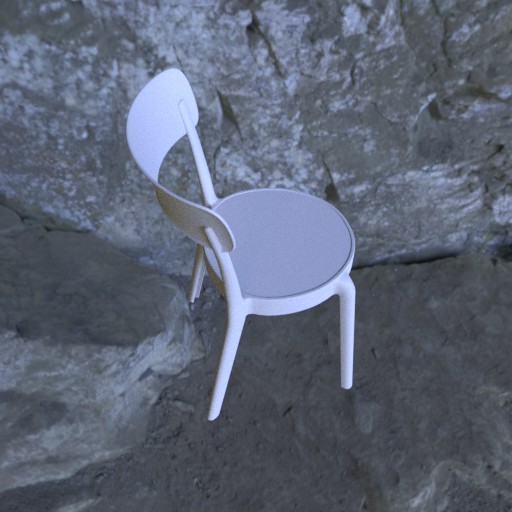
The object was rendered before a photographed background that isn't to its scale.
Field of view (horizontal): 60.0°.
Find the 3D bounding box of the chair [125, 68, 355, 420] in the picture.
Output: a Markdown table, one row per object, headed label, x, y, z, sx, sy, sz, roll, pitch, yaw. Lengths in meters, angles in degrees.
| label | x | y | z | sx | sy | sz | roll | pitch | yaw |
| --- | --- | --- | --- | --- | --- | --- | --- | --- | --- |
| chair | 0.000 | 0.000 | 1.135 | 0.491 | 0.790 | 0.506 | -10 | 48 | -9 |
